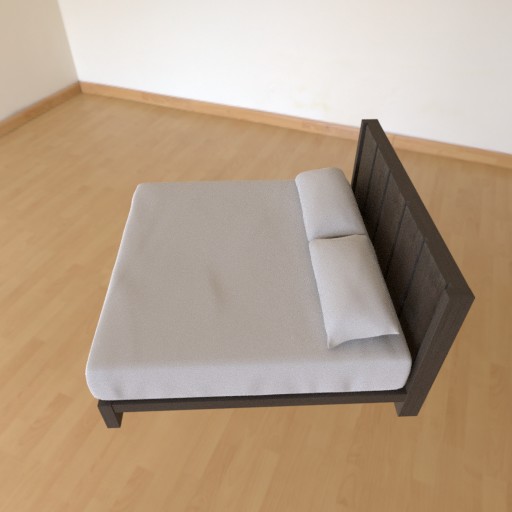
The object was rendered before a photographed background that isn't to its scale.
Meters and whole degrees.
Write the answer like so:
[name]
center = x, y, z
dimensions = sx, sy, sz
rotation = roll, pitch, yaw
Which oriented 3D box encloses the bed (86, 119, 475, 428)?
[bed]
center = 0.000, 0.000, 3.523
dimensions = 2.238, 1.261, 2.143
rotation = -2, 42, -2
